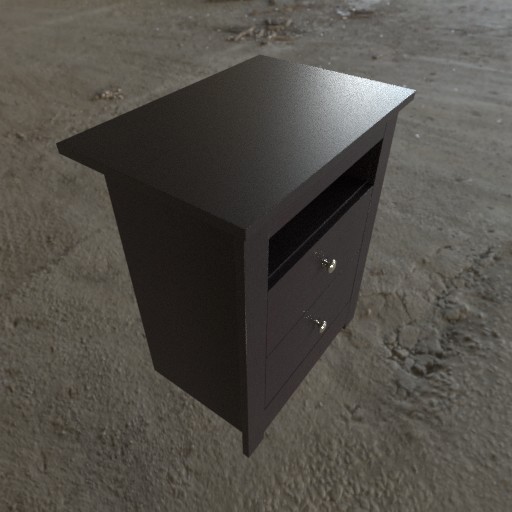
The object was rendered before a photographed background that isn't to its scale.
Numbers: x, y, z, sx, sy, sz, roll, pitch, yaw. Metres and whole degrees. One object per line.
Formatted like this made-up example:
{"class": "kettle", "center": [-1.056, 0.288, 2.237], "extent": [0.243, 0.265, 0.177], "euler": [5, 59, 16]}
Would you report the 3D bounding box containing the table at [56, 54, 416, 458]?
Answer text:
{"class": "table", "center": [0.000, 0.000, 1.071], "extent": [0.408, 0.711, 0.589], "euler": [26, 47, 26]}
